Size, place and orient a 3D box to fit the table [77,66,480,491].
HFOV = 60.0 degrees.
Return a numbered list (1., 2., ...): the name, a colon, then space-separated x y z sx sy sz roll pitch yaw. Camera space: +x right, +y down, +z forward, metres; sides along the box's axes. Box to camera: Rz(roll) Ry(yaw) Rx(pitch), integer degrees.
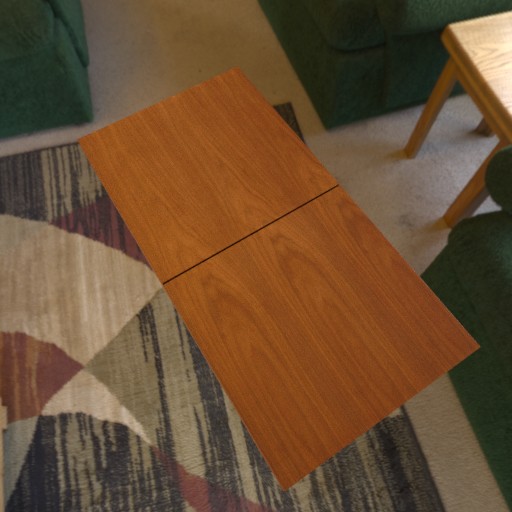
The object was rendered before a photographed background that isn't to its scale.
1. table: 0.000 0.000 1.436 0.610 0.330 1.194 -30 68 -13
